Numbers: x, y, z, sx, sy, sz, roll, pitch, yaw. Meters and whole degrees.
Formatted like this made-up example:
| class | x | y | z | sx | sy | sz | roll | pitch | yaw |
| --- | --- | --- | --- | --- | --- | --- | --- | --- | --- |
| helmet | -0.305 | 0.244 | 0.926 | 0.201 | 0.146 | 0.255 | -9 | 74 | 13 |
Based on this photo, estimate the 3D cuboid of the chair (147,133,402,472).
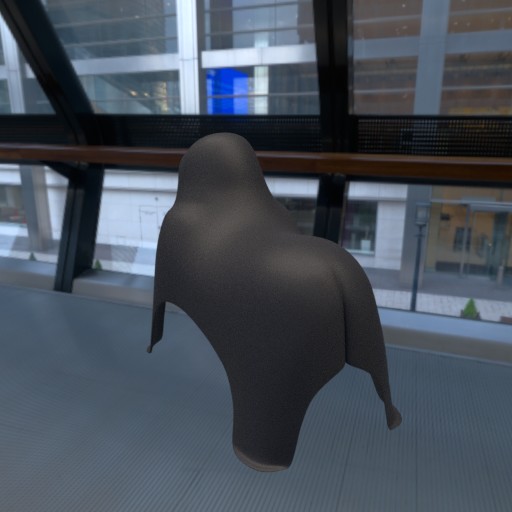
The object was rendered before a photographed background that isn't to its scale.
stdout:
| class | x | y | z | sx | sy | sz | roll | pitch | yaw |
| --- | --- | --- | --- | --- | --- | --- | --- | --- | --- |
| chair | 0.000 | 0.000 | 1.110 | 0.490 | 0.600 | 0.758 | -7 | 16 | -26 |
